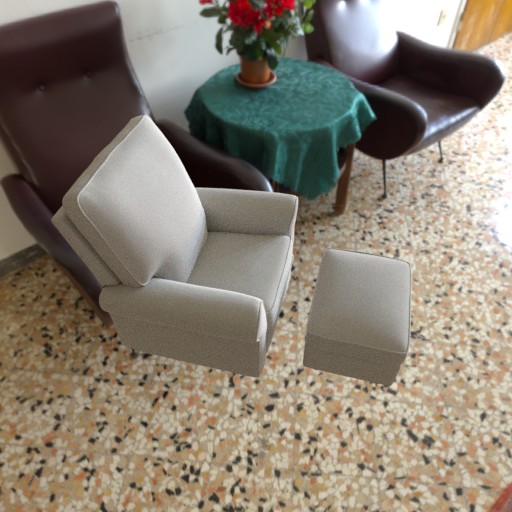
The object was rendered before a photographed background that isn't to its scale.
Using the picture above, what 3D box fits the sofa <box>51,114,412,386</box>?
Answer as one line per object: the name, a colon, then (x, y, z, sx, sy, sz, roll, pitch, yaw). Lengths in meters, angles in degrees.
sofa: (0.000, 0.000, 2.067, 1.478, 0.959, 0.880, 11, 48, 10)
